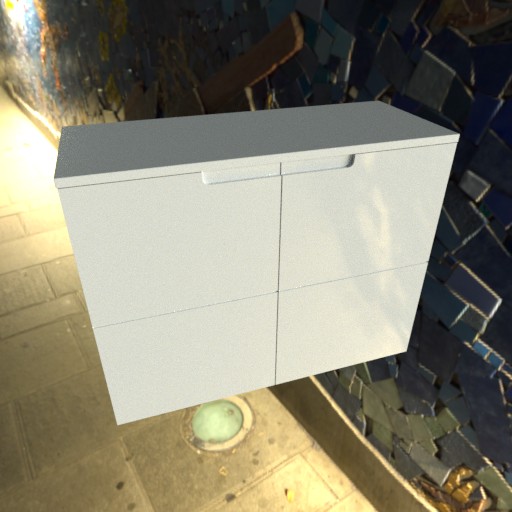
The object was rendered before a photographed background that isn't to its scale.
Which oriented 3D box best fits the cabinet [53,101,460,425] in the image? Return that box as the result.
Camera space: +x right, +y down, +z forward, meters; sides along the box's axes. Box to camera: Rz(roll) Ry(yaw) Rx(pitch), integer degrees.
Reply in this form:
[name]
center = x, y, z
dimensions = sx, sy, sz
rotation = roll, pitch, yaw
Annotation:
[cabinet]
center = 0.000, 0.000, 1.408
dimensions = 1.000, 0.800, 0.400
rotation = -10, 33, -15
